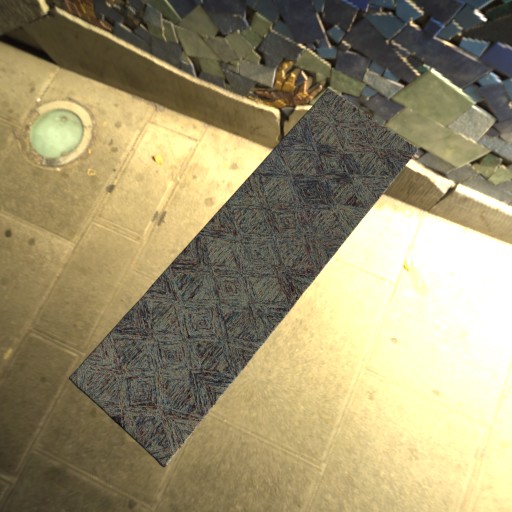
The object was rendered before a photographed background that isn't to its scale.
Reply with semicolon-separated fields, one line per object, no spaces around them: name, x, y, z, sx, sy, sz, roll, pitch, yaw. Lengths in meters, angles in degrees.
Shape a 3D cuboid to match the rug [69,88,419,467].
rug;0.000;0.000;2.509;0.688;0.015;2.292;38;78;10
